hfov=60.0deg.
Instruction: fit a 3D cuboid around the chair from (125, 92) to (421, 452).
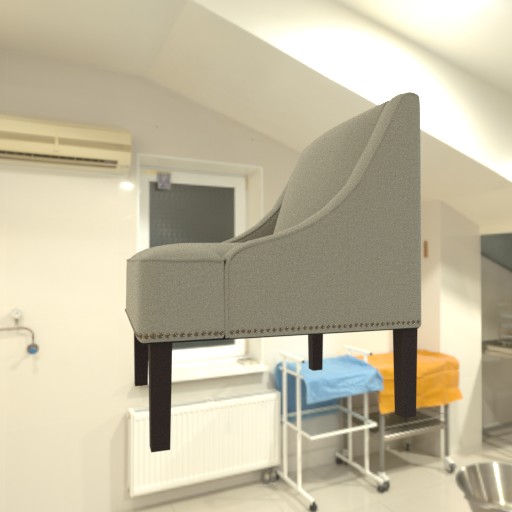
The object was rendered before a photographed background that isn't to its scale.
[{"bbox_3d":[0.000,0.000,1.334,0.737,0.864,0.610,0,-1,-19],"label":"chair"}]
